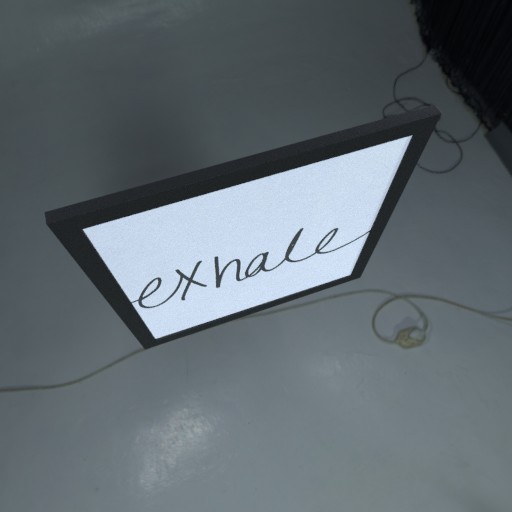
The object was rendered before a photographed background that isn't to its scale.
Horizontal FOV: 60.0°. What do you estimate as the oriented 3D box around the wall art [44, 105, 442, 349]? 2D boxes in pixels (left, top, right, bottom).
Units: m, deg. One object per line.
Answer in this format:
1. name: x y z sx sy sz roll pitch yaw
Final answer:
1. wall art: 0.000 0.000 0.539 0.358 0.357 0.012 -17 64 -9
